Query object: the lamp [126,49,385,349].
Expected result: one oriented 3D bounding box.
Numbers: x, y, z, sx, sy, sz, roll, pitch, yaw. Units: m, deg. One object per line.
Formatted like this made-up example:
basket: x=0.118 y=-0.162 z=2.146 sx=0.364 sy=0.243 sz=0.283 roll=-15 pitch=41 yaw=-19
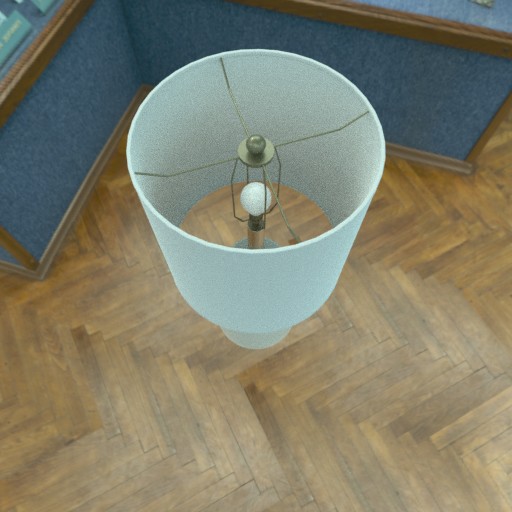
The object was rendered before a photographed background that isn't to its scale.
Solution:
lamp: x=0.000 y=0.000 z=0.499 sx=0.188 sy=0.392 sz=0.188 roll=18 pitch=65 yaw=9
